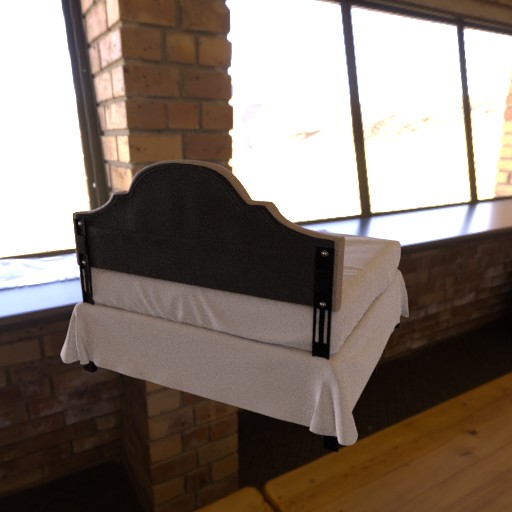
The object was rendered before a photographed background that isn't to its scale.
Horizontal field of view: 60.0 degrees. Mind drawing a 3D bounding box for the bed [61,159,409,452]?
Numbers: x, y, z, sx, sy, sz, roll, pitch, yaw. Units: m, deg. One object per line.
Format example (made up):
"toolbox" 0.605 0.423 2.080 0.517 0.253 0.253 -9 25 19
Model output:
"bed" 0.000 0.000 3.640 2.303 1.631 2.222 8 17 26
